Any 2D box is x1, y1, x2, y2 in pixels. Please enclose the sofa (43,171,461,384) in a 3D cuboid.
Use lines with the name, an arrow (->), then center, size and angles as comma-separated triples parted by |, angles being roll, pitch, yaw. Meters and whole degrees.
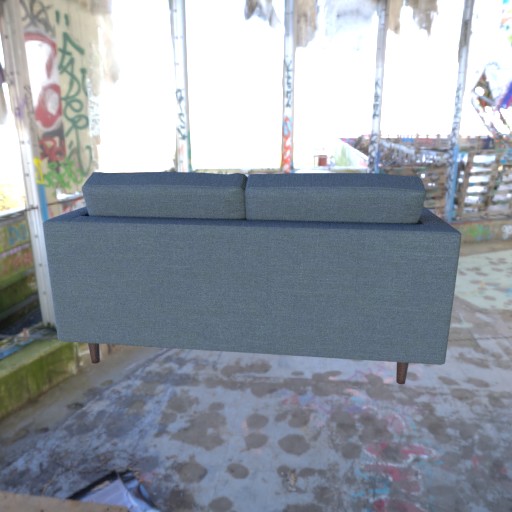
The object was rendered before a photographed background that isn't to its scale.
sofa -> 0.000, 0.000, 2.274 | 1.659, 0.907, 0.999 | 2, 16, 7
